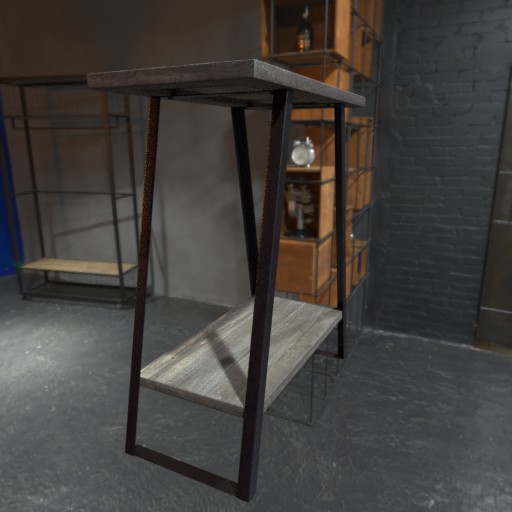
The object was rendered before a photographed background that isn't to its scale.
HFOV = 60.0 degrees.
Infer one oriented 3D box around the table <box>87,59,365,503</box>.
[{"bbox_3d":[0.000,0.000,0.984,0.300,0.701,0.599,7,16,26],"label":"table"}]
